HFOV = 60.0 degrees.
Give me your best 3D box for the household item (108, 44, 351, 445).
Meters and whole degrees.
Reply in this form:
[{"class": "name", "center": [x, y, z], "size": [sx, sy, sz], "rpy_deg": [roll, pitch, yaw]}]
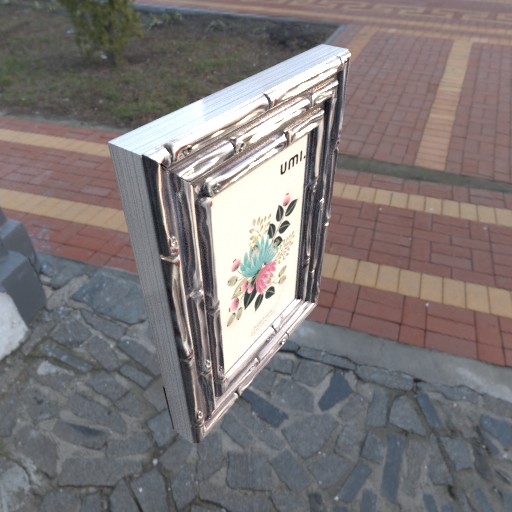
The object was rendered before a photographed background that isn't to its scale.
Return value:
[{"class": "household item", "center": [0.000, 0.000, 0.285], "size": [0.025, 0.216, 0.165], "rpy_deg": [25, 46, 27]}]
